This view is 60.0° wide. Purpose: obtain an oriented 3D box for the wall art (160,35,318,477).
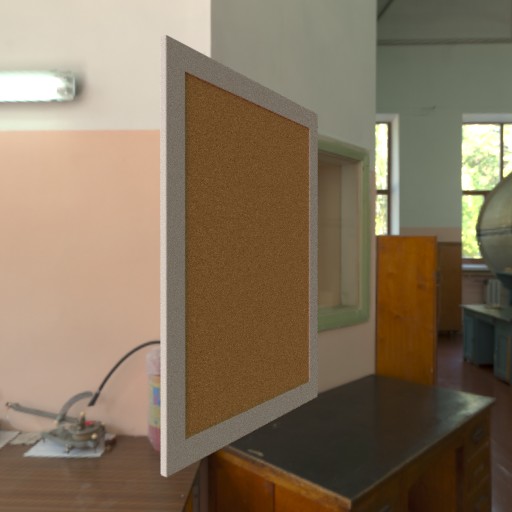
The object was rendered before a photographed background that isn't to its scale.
[{"bbox_3d":[0.000,0.000,0.682,0.012,0.529,0.374,0,0,36],"label":"wall art"}]
